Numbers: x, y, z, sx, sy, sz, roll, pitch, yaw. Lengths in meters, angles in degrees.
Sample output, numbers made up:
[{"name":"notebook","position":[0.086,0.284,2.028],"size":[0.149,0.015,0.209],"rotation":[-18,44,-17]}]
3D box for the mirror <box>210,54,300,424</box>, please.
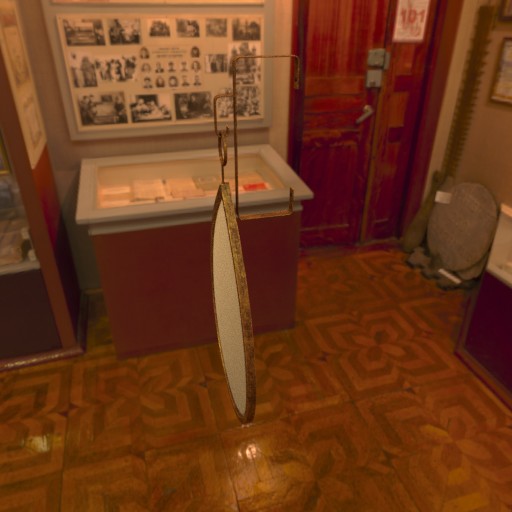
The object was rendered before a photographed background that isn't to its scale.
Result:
[{"name":"mirror","position":[0.000,0.000,0.902],"size":[0.144,0.744,0.405],"rotation":[-7,30,-13]}]
